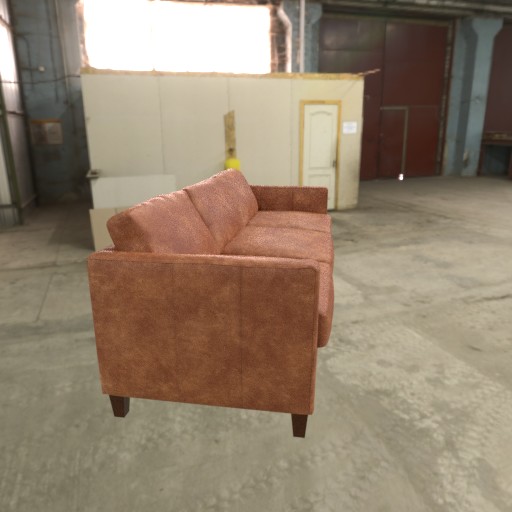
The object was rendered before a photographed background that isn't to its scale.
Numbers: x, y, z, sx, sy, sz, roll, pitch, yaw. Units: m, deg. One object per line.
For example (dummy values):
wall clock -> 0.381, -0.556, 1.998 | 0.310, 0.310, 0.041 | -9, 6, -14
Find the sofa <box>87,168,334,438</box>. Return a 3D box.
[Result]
sofa -> 0.000, 0.000, 3.003 | 1.045, 1.006, 2.464 | 3, 16, 9
